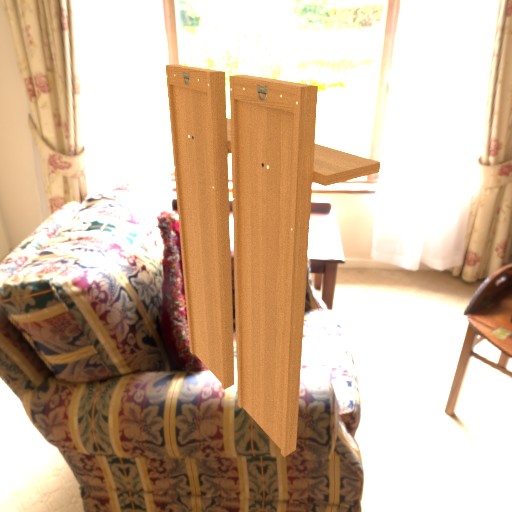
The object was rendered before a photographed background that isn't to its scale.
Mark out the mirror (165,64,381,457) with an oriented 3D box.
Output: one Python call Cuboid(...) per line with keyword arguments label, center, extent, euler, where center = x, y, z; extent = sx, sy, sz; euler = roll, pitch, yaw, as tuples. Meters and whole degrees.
Cuboid(label="mirror", center=(0.000, 0.000, 1.616), extent=(0.260, 1.250, 0.800), euler=(-19, 33, -31))
